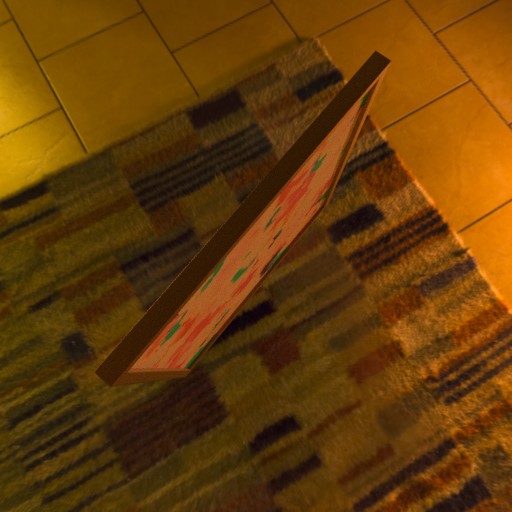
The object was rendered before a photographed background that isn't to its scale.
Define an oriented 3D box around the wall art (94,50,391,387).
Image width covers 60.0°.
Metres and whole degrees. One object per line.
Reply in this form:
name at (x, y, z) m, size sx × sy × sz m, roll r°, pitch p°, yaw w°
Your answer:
wall art at (0.000, 0.000, 1.142) m, size 0.036 × 0.765 × 0.767 m, roll 38°, pitch 79°, yaw 9°
